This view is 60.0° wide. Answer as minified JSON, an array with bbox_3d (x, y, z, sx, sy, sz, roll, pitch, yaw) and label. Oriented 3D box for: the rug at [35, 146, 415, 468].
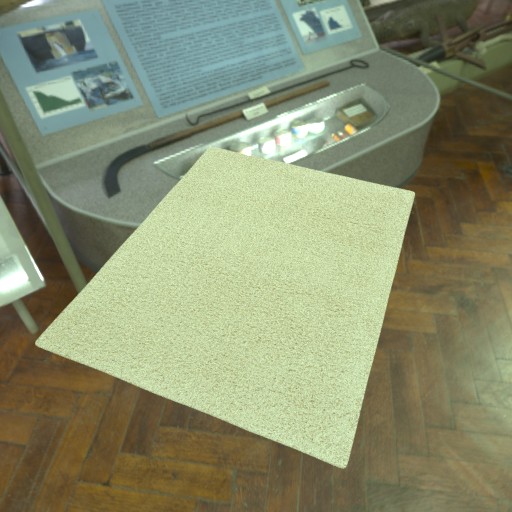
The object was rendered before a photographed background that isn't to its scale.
[{"bbox_3d":[0.000,0.000,4.062,2.438,0.029,3.047,16,47,15],"label":"rug"}]
